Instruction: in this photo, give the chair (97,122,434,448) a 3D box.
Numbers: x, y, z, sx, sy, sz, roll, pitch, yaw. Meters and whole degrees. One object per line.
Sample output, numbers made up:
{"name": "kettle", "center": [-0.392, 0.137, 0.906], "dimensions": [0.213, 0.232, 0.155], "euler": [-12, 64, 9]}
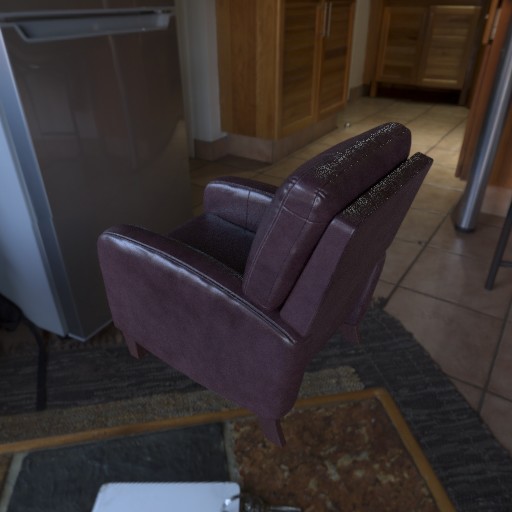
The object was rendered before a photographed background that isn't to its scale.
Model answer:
{"name": "chair", "center": [0.000, 0.000, 1.672], "dimensions": [0.990, 0.990, 0.762], "euler": [21, 37, 30]}
